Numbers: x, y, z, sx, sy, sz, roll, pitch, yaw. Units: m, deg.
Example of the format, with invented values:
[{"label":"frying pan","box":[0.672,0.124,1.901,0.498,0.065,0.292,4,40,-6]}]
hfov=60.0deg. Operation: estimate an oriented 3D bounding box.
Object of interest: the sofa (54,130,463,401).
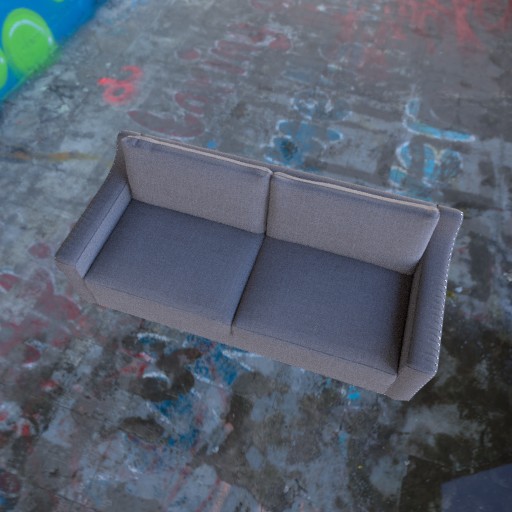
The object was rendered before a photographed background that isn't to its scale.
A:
[{"label":"sofa","box":[0.000,0.000,2.728,2.208,0.857,1.000,15,59,10]}]
